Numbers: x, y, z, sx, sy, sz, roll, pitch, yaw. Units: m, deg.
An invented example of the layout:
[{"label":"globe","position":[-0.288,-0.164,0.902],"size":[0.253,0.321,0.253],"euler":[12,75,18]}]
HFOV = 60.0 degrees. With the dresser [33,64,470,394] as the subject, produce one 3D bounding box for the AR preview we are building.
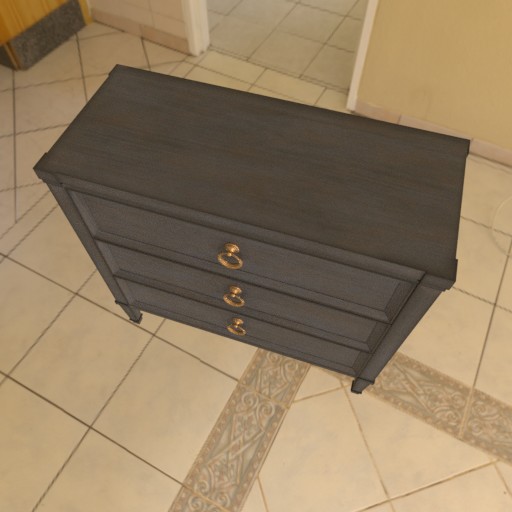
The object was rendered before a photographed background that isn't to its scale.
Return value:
[{"label":"dresser","position":[0.000,0.000,1.566],"size":[1.049,0.986,0.463],"euler":[16,59,10]}]
